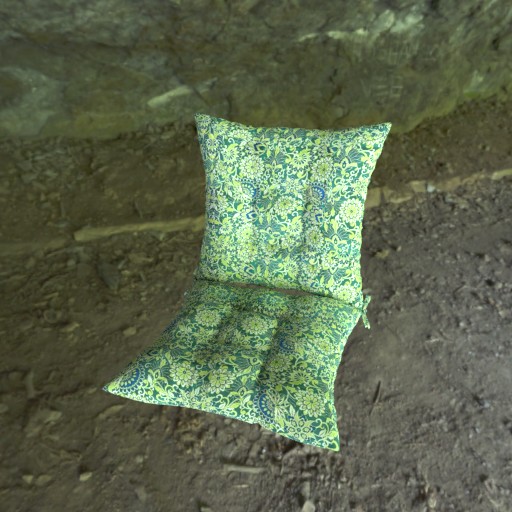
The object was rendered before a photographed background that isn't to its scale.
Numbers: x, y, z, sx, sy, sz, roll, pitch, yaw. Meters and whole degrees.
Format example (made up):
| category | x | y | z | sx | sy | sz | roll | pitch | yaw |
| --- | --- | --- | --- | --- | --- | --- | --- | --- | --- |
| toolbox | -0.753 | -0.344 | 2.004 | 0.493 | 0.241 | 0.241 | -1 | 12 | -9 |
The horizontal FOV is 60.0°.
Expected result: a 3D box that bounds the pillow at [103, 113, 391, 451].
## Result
| category | x | y | z | sx | sy | sz | roll | pitch | yaw |
| --- | --- | --- | --- | --- | --- | --- | --- | --- | --- |
| pillow | 0.000 | 0.000 | 1.015 | 0.541 | 0.536 | 0.585 | 8 | 29 | 16 |
